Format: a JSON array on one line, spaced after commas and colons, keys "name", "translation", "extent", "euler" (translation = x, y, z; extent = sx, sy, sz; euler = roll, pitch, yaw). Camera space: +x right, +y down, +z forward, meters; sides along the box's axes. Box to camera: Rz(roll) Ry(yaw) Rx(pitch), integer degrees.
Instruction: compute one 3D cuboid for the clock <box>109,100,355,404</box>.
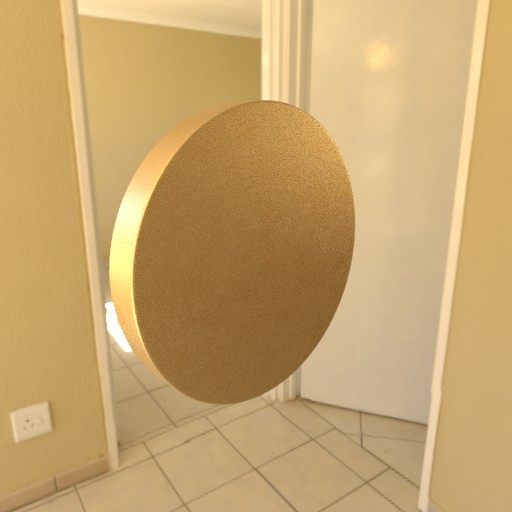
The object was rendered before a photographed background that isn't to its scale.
[{"name": "clock", "translation": [0.000, 0.000, 0.474], "extent": [0.314, 0.314, 0.040], "euler": [-15, 22, -42]}]
